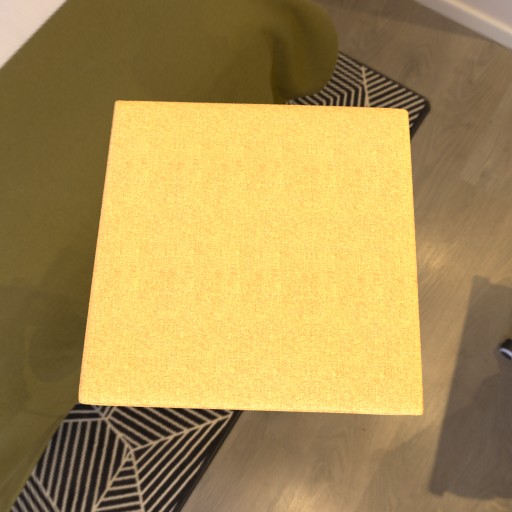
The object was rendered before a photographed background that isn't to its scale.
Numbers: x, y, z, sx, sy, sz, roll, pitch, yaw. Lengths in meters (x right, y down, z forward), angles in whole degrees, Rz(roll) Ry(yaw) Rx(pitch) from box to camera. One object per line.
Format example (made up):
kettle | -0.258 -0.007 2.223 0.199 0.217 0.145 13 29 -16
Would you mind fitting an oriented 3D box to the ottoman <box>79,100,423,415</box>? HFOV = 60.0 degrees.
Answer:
ottoman | 0.000 0.000 1.498 0.981 0.378 0.970 2 76 0
